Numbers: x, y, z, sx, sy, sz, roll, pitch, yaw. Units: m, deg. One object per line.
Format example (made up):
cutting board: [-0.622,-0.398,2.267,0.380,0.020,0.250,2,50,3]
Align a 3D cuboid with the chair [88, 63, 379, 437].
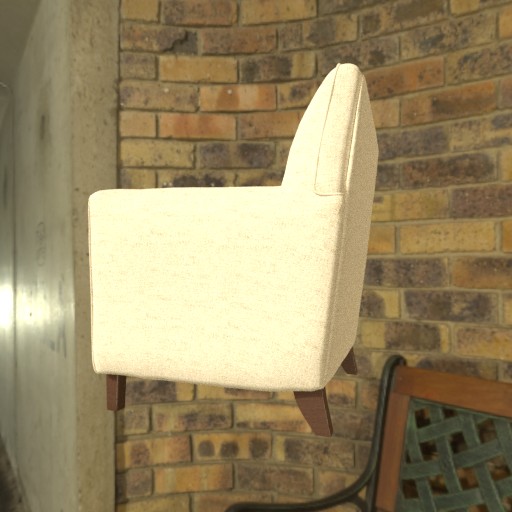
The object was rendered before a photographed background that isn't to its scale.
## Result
chair: [0.000,0.000,1.579,0.823,0.943,0.870,-1,-2,18]
